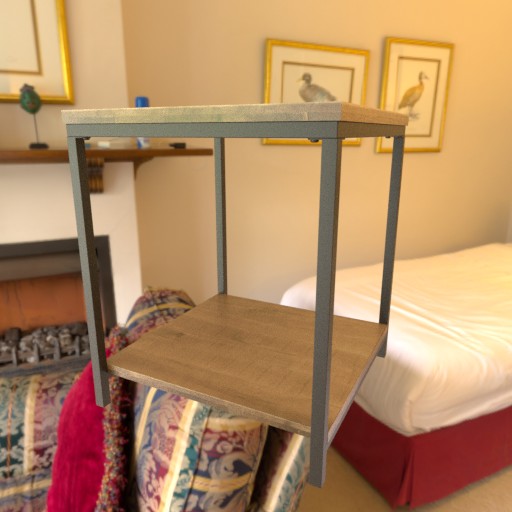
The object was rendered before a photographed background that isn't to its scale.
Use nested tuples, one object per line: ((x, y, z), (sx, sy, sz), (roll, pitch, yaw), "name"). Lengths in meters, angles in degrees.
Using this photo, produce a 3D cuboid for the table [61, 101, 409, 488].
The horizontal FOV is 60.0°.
((0.000, 0.000, 0.957), (0.503, 0.589, 0.507), (8, 17, 26), "table")
